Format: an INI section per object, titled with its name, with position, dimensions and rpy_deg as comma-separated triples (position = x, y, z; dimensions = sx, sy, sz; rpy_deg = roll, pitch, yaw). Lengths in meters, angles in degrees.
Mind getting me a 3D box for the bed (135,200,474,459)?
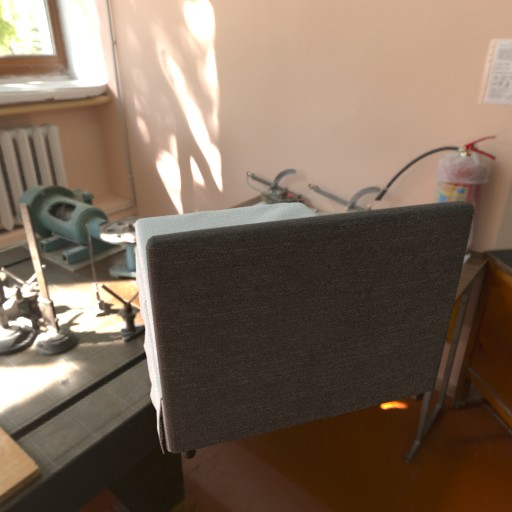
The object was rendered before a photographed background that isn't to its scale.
[bed]
position = 0.000, 0.000, 3.213
dimensions = 1.723, 1.330, 2.142
rpy_deg = -8, 27, -15
